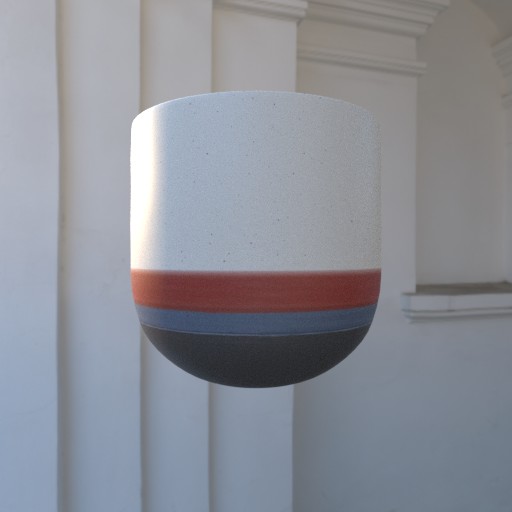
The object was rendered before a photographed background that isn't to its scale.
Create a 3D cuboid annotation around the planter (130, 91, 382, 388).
[{"bbox_3d":[0.000,0.000,0.493,0.268,0.270,0.268,0,0,0],"label":"planter"}]
